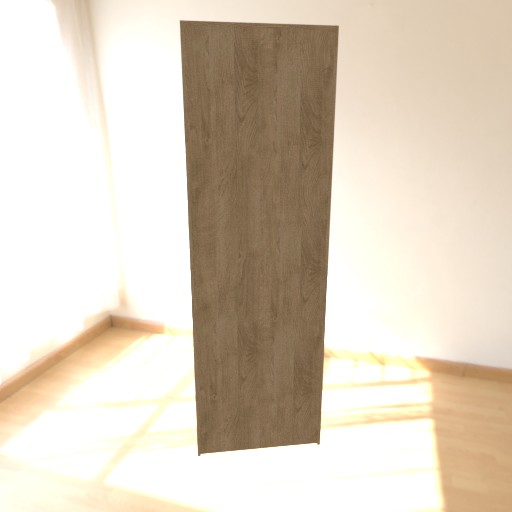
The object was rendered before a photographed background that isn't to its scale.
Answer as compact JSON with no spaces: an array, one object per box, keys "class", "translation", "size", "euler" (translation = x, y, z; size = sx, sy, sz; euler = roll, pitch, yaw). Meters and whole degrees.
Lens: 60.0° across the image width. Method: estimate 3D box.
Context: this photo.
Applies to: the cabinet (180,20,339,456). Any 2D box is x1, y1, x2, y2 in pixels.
[{"class":"cabinet","translation":[0.000,0.000,1.767],"size":[0.520,1.630,0.250],"euler":[-2,16,-8]}]
